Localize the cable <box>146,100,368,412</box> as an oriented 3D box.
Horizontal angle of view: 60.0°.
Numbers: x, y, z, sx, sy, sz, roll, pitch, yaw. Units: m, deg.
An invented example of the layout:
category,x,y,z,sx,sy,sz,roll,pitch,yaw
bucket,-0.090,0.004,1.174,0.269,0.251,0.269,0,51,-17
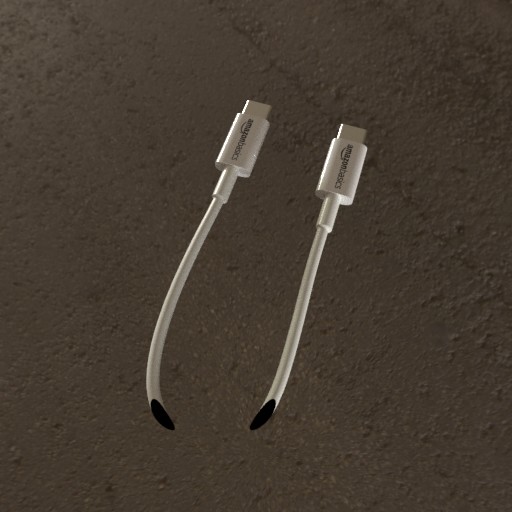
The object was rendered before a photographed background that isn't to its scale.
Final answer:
category,x,y,z,sx,sy,sz,roll,pitch,yaw
cable,0.000,0.000,0.116,0.041,0.005,0.098,17,67,7
